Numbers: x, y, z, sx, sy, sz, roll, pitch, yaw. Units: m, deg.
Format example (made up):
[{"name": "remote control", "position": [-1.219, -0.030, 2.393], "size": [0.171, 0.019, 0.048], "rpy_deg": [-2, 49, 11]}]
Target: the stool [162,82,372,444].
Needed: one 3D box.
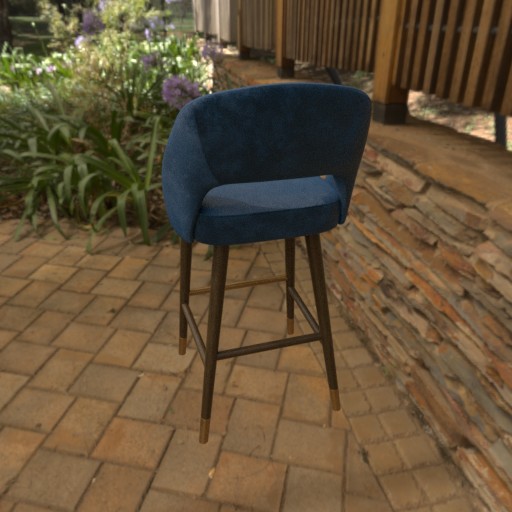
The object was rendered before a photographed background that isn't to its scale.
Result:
[{"name": "stool", "position": [0.000, 0.000, 1.325], "size": [0.514, 1.016, 0.515], "rpy_deg": [-8, 28, -15]}]
